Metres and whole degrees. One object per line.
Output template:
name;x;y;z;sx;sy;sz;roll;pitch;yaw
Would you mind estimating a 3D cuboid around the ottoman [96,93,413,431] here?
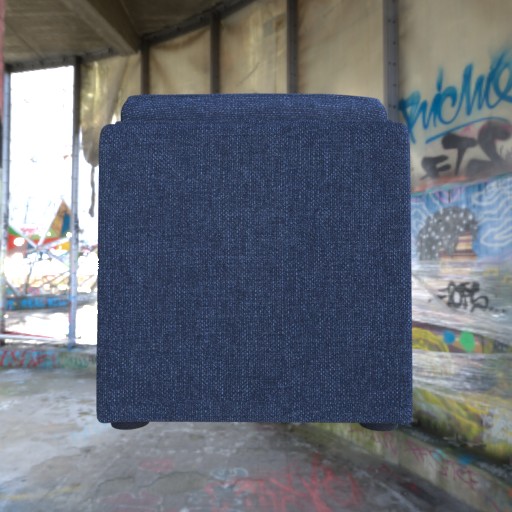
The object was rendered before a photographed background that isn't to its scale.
ottoman;0.000;0.000;0.831;0.436;0.493;0.454;0;-2;1
